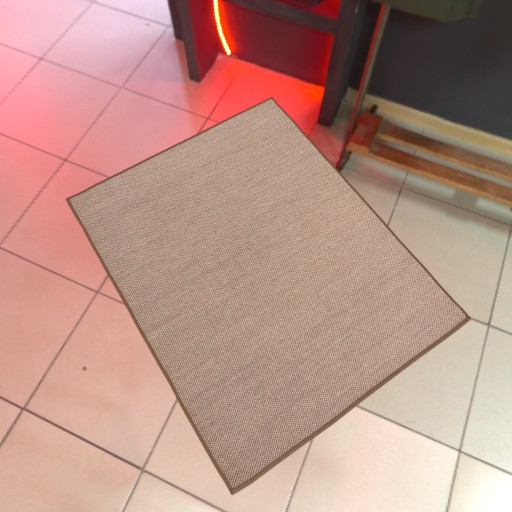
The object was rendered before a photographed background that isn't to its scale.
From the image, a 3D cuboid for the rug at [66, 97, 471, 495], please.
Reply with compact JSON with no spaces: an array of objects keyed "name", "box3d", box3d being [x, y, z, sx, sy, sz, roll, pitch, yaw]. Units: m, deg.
[{"name":"rug","box3d":[0.000,0.000,4.016,2.413,0.020,3.041,-31,69,-14]}]
